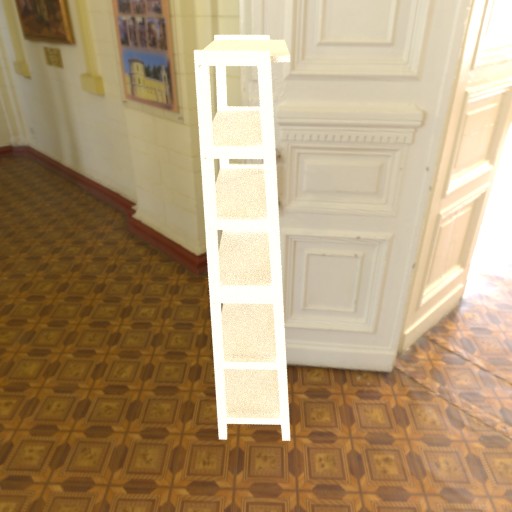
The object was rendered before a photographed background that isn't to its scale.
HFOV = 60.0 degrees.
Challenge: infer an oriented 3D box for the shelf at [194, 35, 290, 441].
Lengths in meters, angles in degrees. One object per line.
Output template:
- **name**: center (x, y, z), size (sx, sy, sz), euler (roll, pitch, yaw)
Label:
- **shelf**: center (0.000, 0.000, 2.165), size (0.381, 1.892, 0.660), euler (1, 30, 1)
